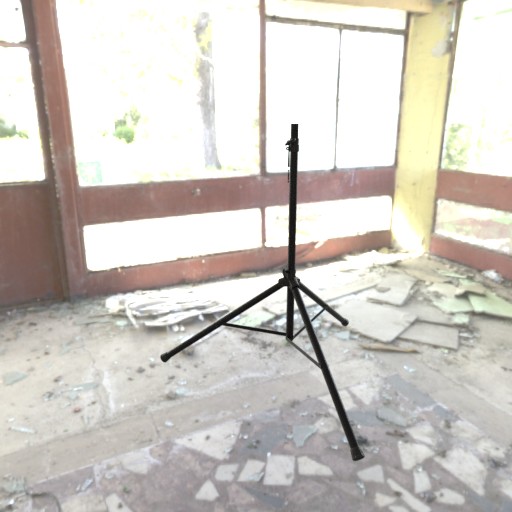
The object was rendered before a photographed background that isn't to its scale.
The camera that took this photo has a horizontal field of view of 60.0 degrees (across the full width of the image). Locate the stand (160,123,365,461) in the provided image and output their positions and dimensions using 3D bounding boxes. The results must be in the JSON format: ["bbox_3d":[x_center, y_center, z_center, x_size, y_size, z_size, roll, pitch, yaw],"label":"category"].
[{"bbox_3d":[0.000,0.000,2.783,1.339,1.595,1.596,3,17,9],"label":"stand"}]
